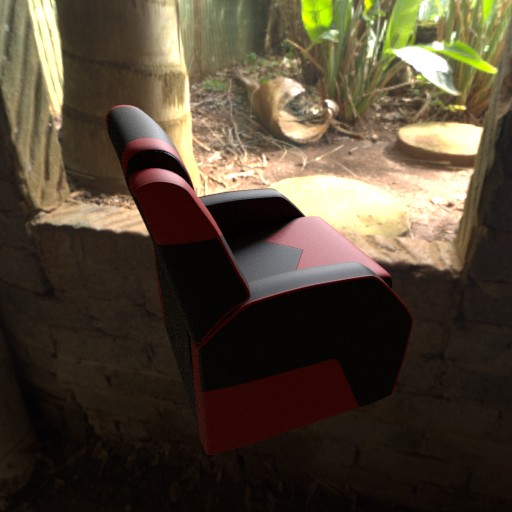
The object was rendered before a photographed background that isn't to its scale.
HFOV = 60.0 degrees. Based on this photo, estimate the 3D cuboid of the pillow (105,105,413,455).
[{"bbox_3d":[0.000,0.000,1.257,0.672,0.805,0.620,-11,31,-18],"label":"pillow"}]
